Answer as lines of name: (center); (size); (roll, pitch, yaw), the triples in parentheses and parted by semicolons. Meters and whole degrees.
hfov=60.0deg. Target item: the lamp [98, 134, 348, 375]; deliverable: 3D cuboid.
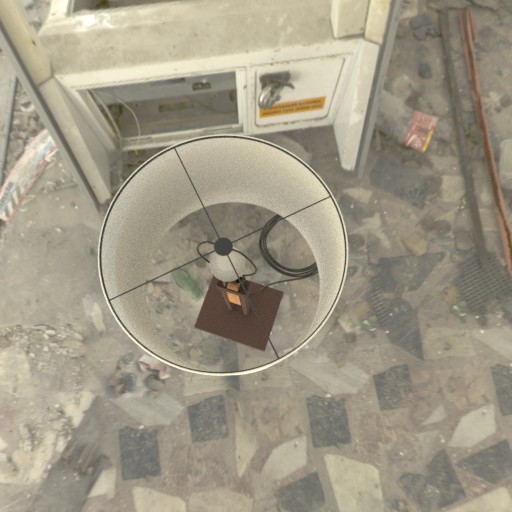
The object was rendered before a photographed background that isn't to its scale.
lamp: (0.000, 0.000, 0.969); (0.396, 0.668, 0.525); (18, 76, 5)
